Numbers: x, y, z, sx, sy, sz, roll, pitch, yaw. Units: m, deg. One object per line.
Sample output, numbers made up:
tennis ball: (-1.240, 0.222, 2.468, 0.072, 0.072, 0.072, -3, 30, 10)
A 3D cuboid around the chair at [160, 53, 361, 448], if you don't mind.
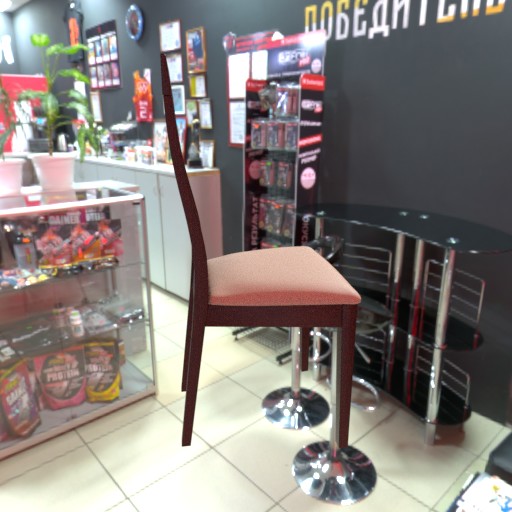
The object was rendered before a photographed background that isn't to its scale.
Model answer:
chair: (0.000, 0.000, 1.280, 0.474, 1.027, 0.460, -3, 17, -9)
